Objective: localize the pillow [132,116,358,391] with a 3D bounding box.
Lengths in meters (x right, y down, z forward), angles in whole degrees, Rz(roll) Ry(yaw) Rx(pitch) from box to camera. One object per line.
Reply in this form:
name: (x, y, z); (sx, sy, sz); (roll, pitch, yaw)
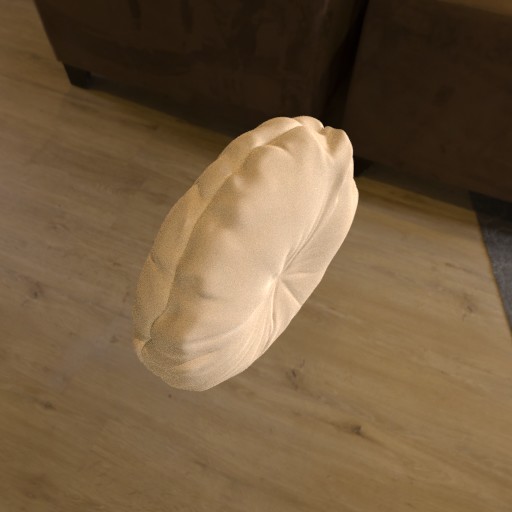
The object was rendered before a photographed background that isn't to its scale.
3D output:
pillow: (0.000, 0.000, 0.644); (0.148, 0.407, 0.428); (34, 63, 20)
